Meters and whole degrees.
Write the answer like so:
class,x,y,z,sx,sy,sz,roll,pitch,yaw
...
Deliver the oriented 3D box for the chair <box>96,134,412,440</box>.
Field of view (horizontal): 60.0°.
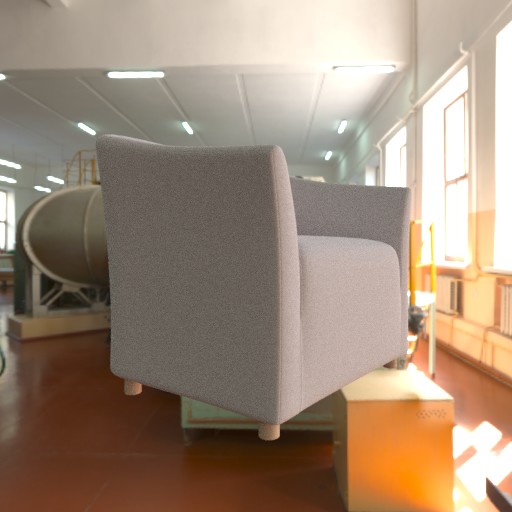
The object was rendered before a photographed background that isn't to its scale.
class,x,y,z,sx,sy,sz,roll,pitch,yaw
chair,0.000,0.000,1.341,0.700,0.720,0.790,1,1,38
